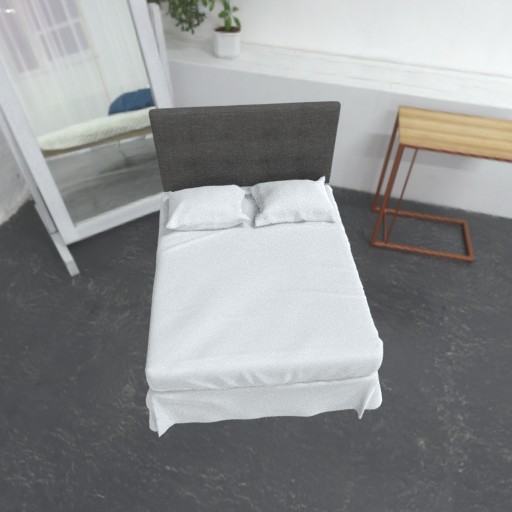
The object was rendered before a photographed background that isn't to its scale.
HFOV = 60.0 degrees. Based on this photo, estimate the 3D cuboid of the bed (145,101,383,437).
[{"bbox_3d":[0.000,0.000,3.634,1.936,1.577,2.222,-4,47,-3],"label":"bed"}]
